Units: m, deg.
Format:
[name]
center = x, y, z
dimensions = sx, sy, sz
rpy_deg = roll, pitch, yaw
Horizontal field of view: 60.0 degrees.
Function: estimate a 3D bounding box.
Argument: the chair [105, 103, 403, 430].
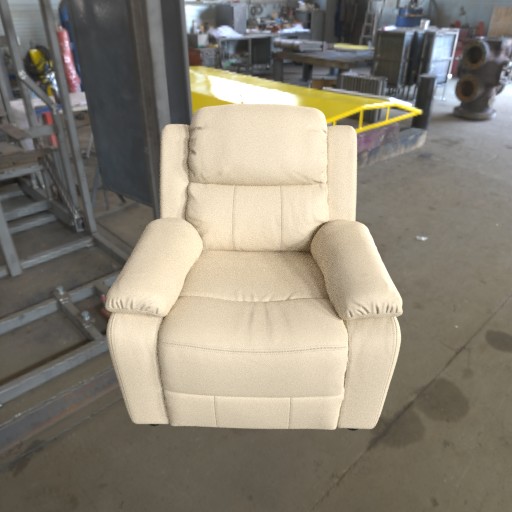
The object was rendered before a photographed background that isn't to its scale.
[chair]
center = 0.000, 0.000, 1.242
dimensions = 0.680, 0.702, 0.709
rpy_deg = 1, 31, 1
